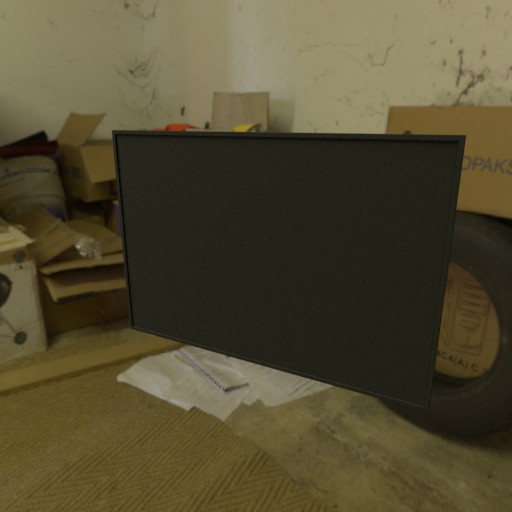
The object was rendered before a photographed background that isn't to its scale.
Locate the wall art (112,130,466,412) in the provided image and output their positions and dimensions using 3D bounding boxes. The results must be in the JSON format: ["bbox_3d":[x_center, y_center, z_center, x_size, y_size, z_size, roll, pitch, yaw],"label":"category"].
[{"bbox_3d":[0.000,0.000,1.494,1.190,0.805,0.028,9,19,27],"label":"wall art"}]
